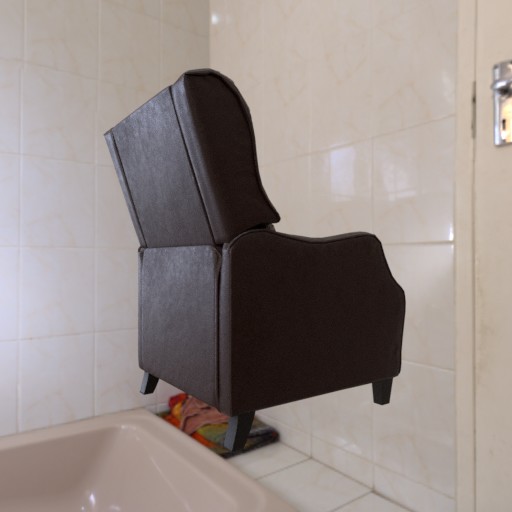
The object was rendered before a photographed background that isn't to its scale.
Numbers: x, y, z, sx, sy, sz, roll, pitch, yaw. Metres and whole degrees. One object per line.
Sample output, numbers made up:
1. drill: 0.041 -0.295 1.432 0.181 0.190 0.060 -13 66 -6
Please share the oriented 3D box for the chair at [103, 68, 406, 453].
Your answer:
1. chair: 0.000 0.000 1.754 0.982 1.132 0.770 0 -1 -36
